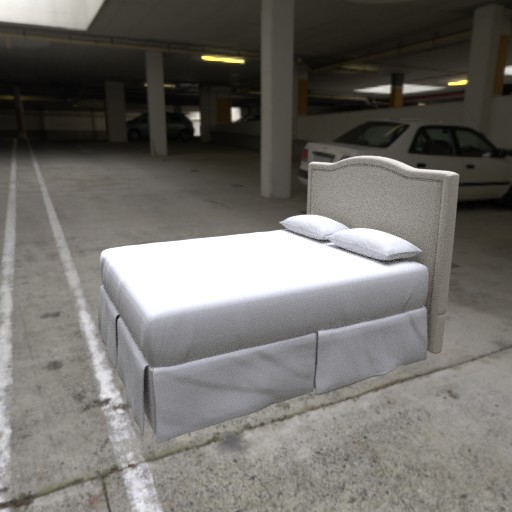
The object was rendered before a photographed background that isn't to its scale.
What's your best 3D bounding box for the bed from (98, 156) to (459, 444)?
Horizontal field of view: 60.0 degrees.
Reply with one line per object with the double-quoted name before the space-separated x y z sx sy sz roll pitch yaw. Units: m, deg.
"bed" 0.000 0.000 3.350 2.196 1.449 1.741 -7 16 -26
